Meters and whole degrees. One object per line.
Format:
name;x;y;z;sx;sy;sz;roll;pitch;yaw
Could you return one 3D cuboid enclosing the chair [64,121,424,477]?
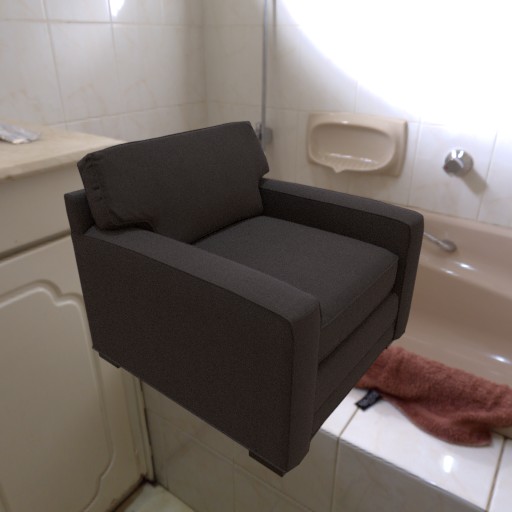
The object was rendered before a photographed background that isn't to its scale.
chair;0.000;0.000;1.814;1.043;0.913;0.997;19;31;33
